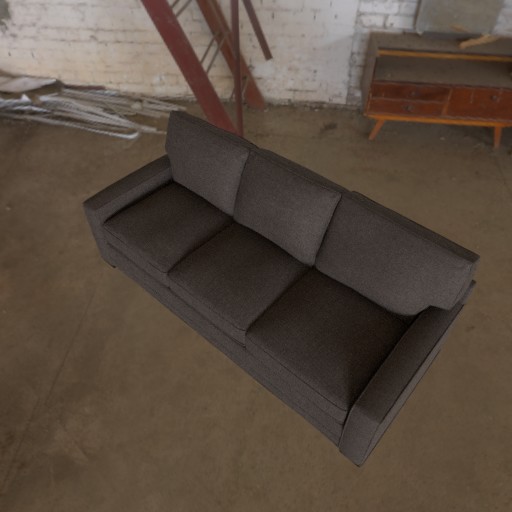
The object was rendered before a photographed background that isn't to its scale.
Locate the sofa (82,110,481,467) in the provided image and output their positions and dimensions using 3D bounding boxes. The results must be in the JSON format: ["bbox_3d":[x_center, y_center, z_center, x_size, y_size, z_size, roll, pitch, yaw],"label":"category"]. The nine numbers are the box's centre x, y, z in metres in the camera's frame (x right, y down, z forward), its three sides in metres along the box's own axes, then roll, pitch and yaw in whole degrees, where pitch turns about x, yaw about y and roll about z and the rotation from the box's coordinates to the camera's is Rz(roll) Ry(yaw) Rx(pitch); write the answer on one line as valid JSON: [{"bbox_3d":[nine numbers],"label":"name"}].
[{"bbox_3d":[0.000,0.000,2.851,2.369,0.978,1.004,33,55,27],"label":"sofa"}]
